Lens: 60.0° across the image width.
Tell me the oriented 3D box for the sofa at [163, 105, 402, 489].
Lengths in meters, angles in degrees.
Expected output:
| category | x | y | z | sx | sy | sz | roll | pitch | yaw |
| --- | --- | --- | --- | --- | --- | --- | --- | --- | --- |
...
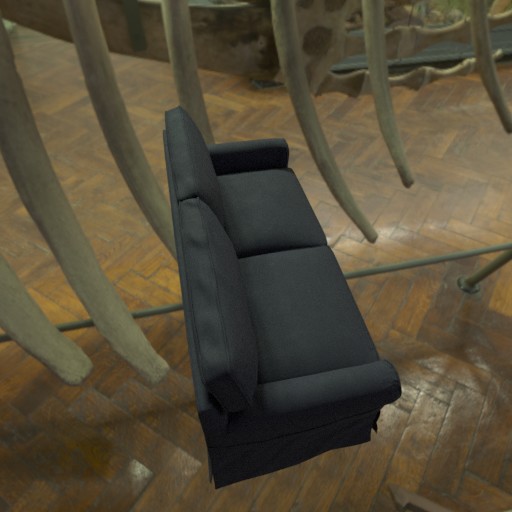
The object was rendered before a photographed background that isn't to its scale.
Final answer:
| category | x | y | z | sx | sy | sz | roll | pitch | yaw |
| --- | --- | --- | --- | --- | --- | --- | --- | --- | --- |
| sofa | 0.000 | 0.000 | 2.783 | 0.983 | 1.094 | 2.256 | -9 | 47 | -8 |
